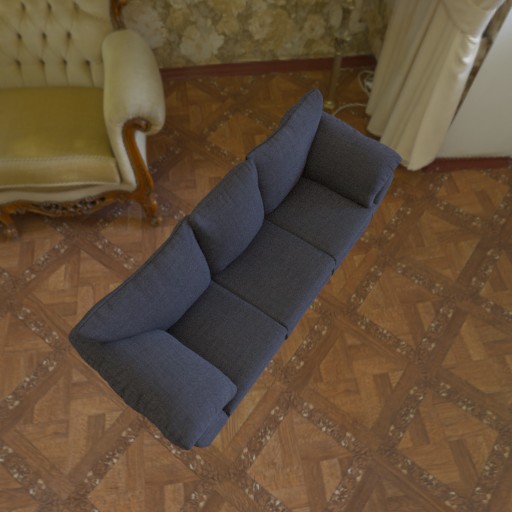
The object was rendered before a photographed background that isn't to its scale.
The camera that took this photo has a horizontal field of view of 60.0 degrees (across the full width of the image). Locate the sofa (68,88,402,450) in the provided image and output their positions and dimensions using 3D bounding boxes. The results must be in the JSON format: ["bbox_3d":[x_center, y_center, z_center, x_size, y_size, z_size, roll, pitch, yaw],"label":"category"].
[{"bbox_3d":[0.000,0.000,2.854,0.883,1.080,2.336,31,64,18],"label":"sofa"}]
